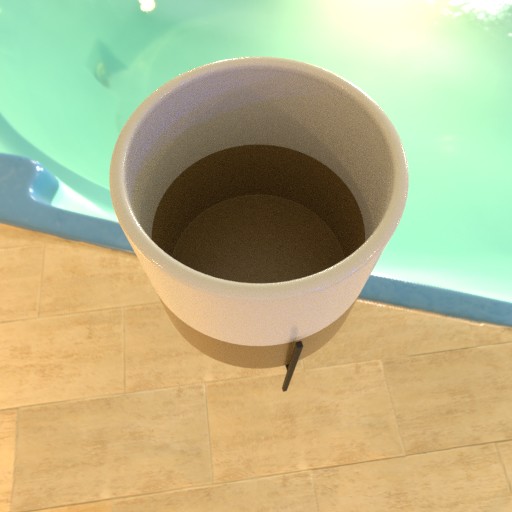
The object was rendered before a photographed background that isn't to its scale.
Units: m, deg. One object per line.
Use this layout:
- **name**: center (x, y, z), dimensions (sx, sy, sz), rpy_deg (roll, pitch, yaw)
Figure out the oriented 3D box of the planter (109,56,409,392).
- **planter**: center (0.000, 0.000, 0.635), dimensions (0.310, 0.432, 0.310), rpy_deg (-1, 64, -1)
